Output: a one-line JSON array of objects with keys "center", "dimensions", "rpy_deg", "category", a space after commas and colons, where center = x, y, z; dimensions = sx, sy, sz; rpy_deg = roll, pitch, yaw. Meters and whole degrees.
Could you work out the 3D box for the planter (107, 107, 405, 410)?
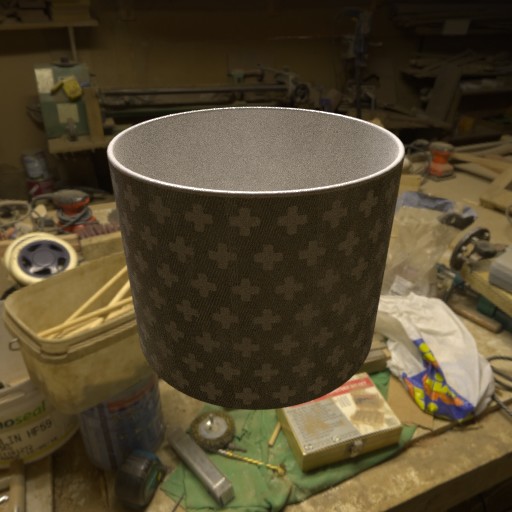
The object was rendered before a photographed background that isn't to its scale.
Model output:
[{"center": [0.000, 0.000, 0.339], "dimensions": [0.190, 0.181, 0.190], "rpy_deg": [0, 31, 0], "category": "planter"}]
